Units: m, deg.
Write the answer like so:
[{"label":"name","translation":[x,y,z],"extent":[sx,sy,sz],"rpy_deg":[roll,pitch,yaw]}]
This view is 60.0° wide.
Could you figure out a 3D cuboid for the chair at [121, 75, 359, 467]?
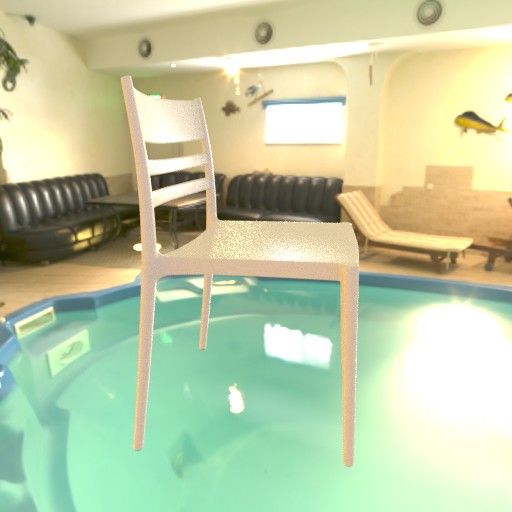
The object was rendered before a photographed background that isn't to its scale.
[{"label":"chair","translation":[0.000,0.000,1.118],"extent":[0.511,0.800,0.531],"rpy_deg":[3,15,10]}]
